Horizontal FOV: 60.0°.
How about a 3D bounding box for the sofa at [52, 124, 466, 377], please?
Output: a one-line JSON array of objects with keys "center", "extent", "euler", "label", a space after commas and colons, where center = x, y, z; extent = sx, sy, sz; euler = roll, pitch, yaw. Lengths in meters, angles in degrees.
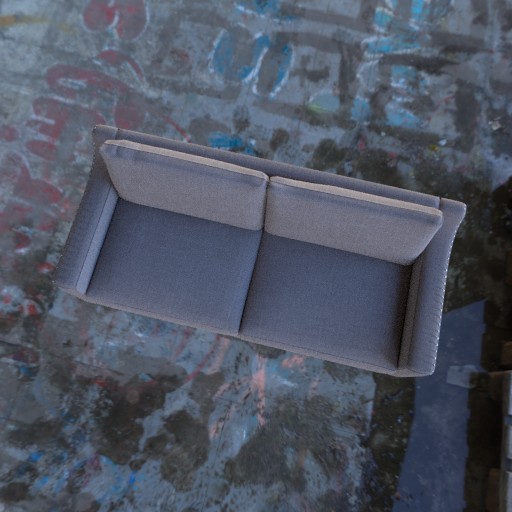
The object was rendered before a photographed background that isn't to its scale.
[{"center": [0.000, 0.000, 2.699], "extent": [2.208, 0.857, 1.000], "euler": [13, 75, 4], "label": "sofa"}]
